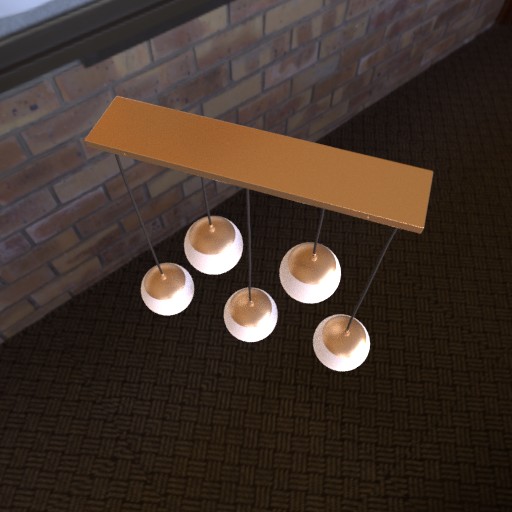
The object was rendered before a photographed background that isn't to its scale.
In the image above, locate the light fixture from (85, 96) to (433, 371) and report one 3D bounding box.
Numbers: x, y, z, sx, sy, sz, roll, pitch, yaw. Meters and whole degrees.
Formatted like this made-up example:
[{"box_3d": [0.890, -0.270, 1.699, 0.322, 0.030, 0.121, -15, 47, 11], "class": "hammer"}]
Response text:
[{"box_3d": [0.000, 0.000, 1.353, 0.863, 0.869, 0.299, 16, 61, 9], "class": "light fixture"}]
